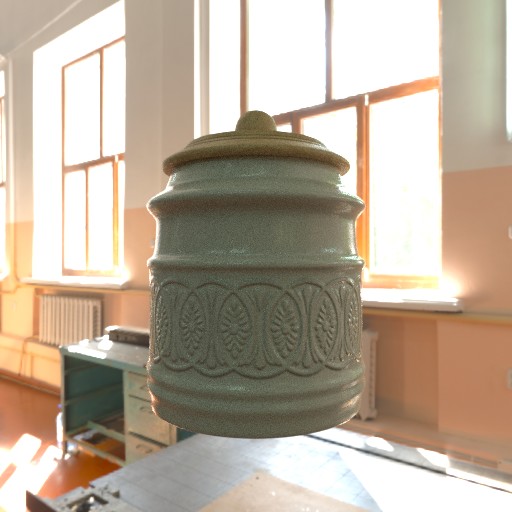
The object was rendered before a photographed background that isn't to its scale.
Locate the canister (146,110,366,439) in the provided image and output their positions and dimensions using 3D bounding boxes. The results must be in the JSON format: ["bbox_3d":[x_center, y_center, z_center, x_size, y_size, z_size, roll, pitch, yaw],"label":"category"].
[{"bbox_3d":[0.000,0.000,0.270,0.130,0.176,0.130,0,0,0],"label":"canister"}]
